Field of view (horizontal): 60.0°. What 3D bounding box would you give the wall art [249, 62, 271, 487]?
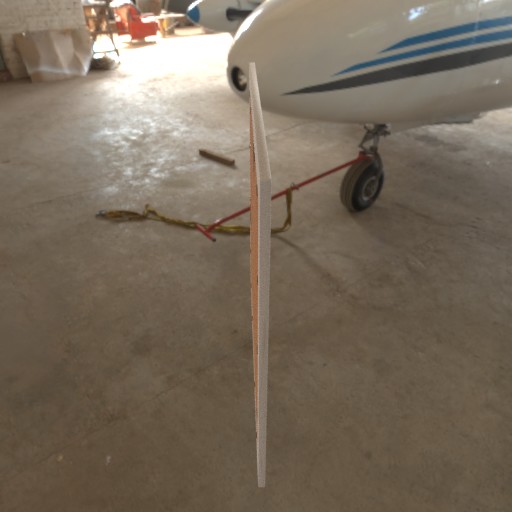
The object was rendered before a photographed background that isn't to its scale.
[{"bbox_3d":[0.000,0.000,0.852,0.013,0.584,0.584,-1,34,-2],"label":"wall art"}]
